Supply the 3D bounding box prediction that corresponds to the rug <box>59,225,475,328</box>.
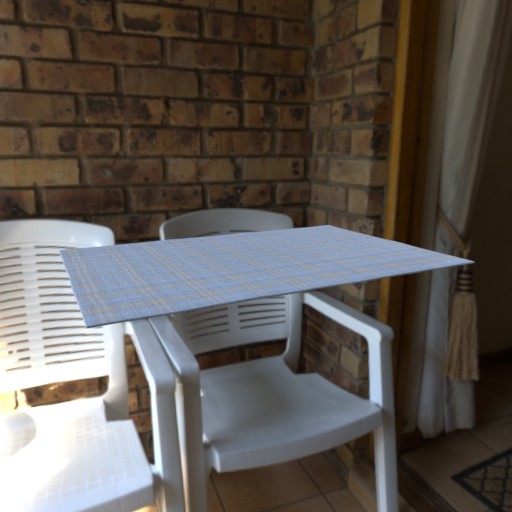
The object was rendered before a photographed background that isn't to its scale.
[{"bbox_3d":[0.000,0.000,2.333,1.835,0.012,1.231,-7,15,-26],"label":"rug"}]
